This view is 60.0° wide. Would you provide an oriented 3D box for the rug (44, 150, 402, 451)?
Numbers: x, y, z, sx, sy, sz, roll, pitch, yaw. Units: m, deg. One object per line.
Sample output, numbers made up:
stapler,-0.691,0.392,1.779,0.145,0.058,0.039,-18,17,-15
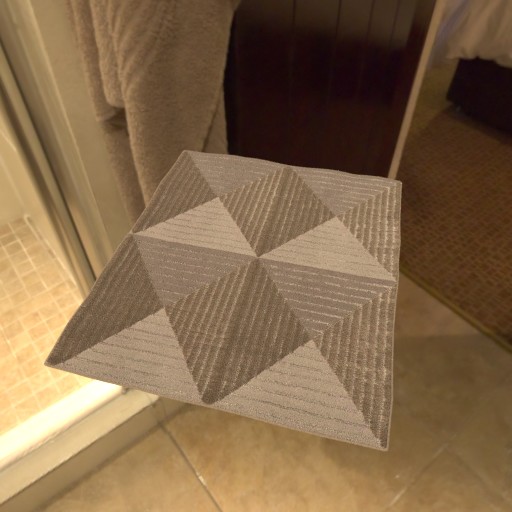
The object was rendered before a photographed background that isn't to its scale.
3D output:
rug,0.000,0.000,0.876,0.551,0.008,0.642,11,48,10
